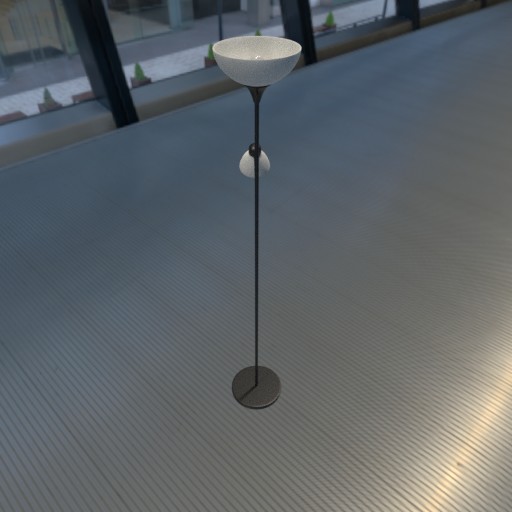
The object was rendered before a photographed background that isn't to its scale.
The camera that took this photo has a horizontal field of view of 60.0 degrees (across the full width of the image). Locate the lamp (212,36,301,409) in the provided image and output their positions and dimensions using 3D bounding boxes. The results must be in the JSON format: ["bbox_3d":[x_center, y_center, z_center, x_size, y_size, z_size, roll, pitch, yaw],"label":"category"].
[{"bbox_3d":[0.000,0.000,2.000,0.279,1.804,0.442,-1,40,-1],"label":"lamp"}]
